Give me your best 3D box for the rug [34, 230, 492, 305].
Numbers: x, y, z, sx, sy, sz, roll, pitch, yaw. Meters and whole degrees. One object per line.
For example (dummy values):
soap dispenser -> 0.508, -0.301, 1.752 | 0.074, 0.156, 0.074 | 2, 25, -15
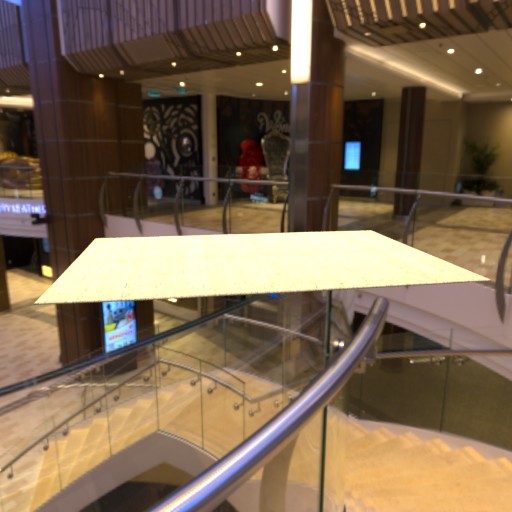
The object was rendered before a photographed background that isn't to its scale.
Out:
rug -> 0.000, 0.000, 2.359 | 1.850, 0.015, 1.250 | -2, 14, -9
